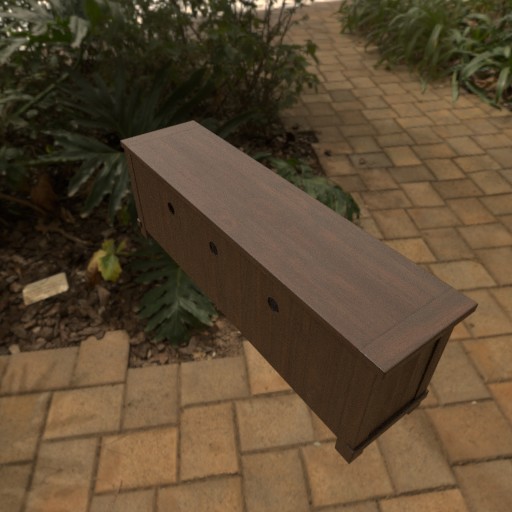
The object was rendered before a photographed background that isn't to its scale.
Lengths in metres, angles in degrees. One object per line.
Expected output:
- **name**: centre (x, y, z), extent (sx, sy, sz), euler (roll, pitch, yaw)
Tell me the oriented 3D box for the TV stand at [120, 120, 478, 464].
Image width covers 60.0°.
- **TV stand**: centre (0.000, 0.000, 2.135), extent (0.471, 0.615, 1.866), euler (-25, 46, -27)
